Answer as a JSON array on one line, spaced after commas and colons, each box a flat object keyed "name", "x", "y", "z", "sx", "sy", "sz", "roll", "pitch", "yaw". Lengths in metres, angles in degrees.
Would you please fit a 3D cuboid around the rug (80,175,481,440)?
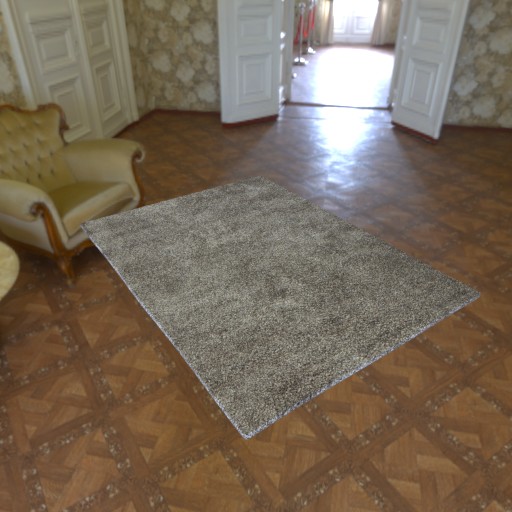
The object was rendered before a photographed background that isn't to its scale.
[{"name": "rug", "x": 0.000, "y": 0.000, "z": 2.133, "sx": 1.198, "sy": 0.025, "sz": 1.601, "roll": -21, "pitch": 38, "yaw": -29}]
